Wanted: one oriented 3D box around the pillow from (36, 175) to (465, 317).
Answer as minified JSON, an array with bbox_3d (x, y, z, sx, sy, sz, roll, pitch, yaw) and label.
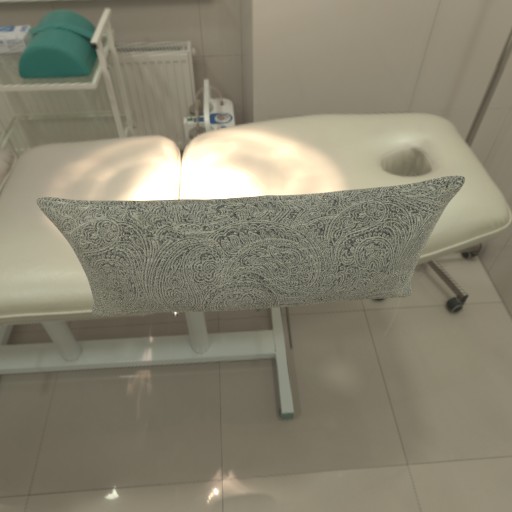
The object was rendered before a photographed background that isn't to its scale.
[{"bbox_3d":[0.000,0.000,0.741,0.615,0.295,0.151,-3,49,-3],"label":"pillow"}]
